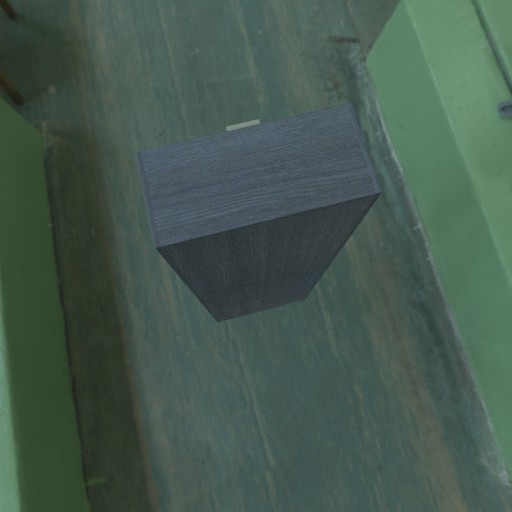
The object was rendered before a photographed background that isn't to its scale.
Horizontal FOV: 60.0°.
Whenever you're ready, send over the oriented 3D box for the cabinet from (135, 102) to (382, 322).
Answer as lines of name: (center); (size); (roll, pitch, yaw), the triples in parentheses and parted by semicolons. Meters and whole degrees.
cabinet: (0.000, 0.000, 1.799); (0.520, 1.630, 0.255); (-14, 76, -4)
